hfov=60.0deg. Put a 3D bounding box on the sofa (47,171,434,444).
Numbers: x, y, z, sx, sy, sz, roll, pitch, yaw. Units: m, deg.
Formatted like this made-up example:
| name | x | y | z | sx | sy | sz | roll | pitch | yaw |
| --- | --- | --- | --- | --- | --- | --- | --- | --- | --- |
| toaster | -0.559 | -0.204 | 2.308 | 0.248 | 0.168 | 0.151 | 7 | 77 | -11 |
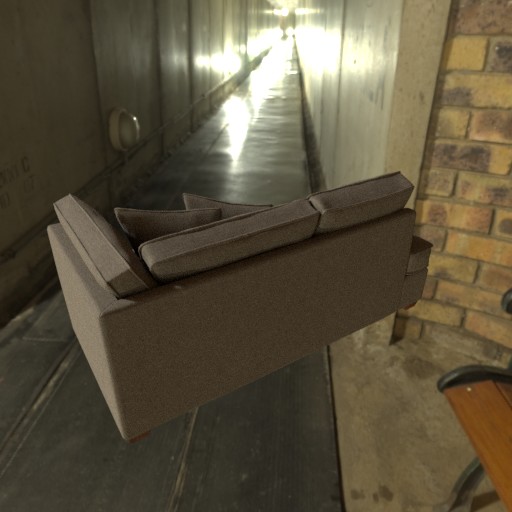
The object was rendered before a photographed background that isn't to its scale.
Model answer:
| name | x | y | z | sx | sy | sz | roll | pitch | yaw |
| --- | --- | --- | --- | --- | --- | --- | --- | --- | --- |
| sofa | 0.000 | 0.000 | 2.867 | 2.237 | 1.033 | 1.110 | -18 | 34 | -29 |
